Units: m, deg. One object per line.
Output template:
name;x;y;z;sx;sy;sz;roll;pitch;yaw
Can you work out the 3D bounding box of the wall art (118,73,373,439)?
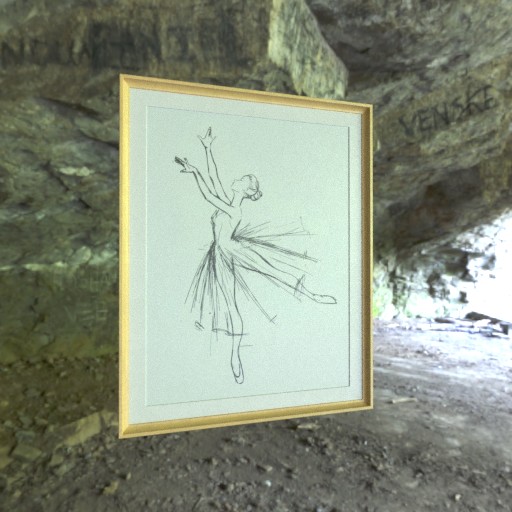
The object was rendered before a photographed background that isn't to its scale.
wall art;0.000;0.000;1.352;0.798;1.002;0.030;0;-1;-18
